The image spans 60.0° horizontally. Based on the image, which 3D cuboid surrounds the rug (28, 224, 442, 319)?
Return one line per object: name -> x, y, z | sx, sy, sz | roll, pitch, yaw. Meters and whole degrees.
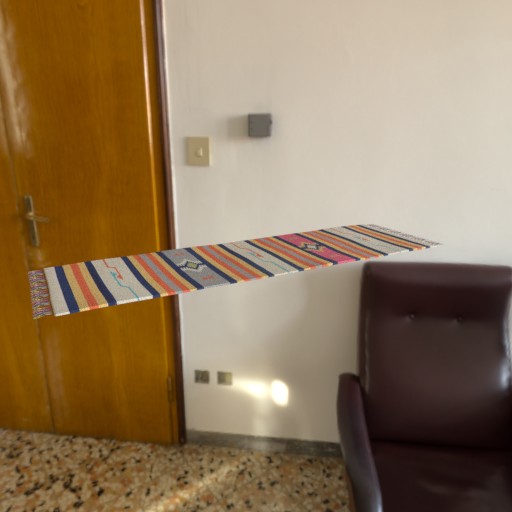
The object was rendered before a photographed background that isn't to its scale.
rug -> 0.000, 0.000, 2.673 | 2.455, 0.017, 0.695 | -9, 19, -27
